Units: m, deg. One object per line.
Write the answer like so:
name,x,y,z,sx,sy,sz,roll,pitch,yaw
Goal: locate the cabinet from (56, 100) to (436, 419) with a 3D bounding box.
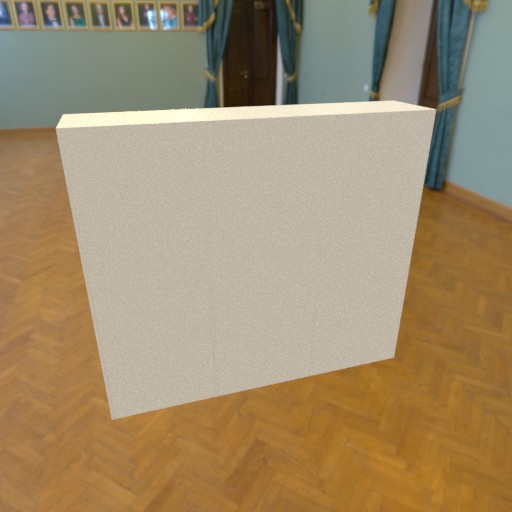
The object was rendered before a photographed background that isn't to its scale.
cabinet,0.000,0.000,3.792,2.700,2.370,0.590,-8,27,-16
